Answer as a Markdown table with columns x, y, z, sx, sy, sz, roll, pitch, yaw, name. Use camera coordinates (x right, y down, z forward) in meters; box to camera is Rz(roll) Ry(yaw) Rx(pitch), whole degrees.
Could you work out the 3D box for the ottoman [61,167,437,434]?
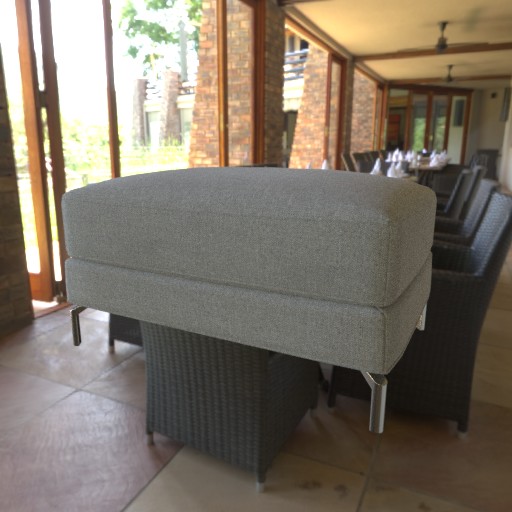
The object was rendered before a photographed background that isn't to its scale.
| x | y | z | sx | sy | sz | roll | pitch | yaw | name |
| --- | --- | --- | --- | --- | --- | --- | --- | --- | --- |
| 0.000 | 0.000 | 1.173 | 0.838 | 0.457 | 0.584 | 7 | 16 | 27 | ottoman |
